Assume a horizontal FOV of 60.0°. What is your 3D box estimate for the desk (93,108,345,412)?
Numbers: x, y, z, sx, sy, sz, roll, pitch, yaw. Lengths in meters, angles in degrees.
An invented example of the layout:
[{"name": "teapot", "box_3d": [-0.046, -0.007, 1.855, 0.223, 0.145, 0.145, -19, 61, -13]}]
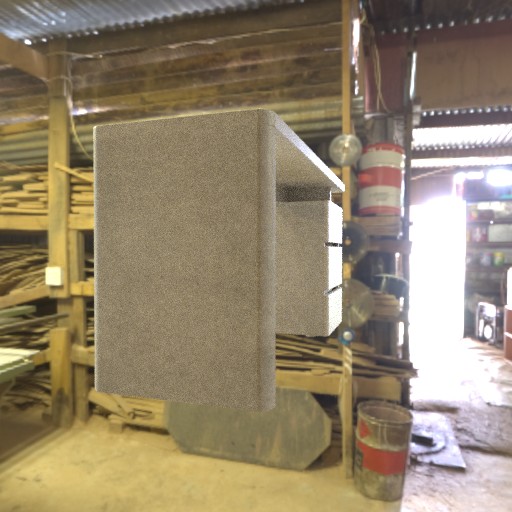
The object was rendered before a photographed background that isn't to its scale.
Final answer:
[{"name": "desk", "box_3d": [0.000, 0.000, 1.839, 0.550, 0.755, 1.400, 0, 1, 19]}]
